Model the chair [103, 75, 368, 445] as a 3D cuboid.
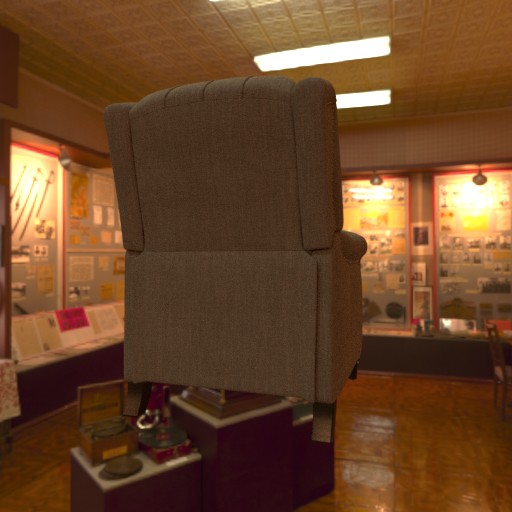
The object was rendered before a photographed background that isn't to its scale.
[{"bbox_3d":[0.000,0.000,1.630,0.742,1.035,0.898,0,0,19],"label":"chair"}]
